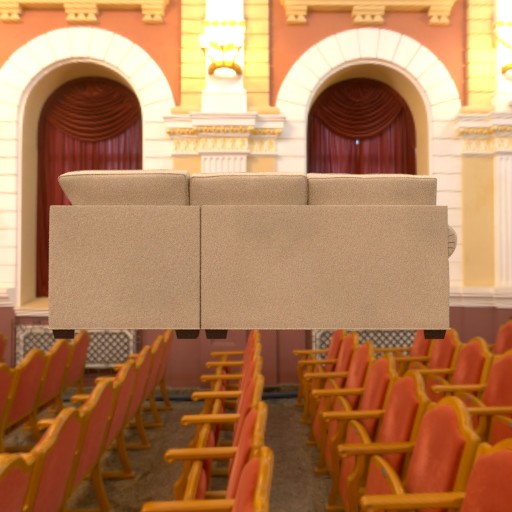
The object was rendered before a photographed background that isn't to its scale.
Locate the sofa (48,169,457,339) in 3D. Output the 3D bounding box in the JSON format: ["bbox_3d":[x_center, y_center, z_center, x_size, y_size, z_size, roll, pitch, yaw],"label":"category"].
[{"bbox_3d":[0.000,0.000,3.923,2.487,1.054,2.569,0,-1,0],"label":"sofa"}]
